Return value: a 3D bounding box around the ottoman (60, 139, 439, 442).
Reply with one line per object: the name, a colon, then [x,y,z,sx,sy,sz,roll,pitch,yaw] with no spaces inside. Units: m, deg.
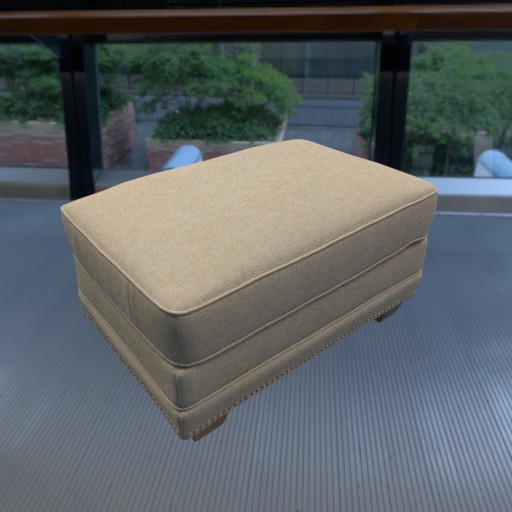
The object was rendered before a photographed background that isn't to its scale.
ottoman: [0.000,0.000,1.174,0.813,0.458,0.559,-23,38,-33]
